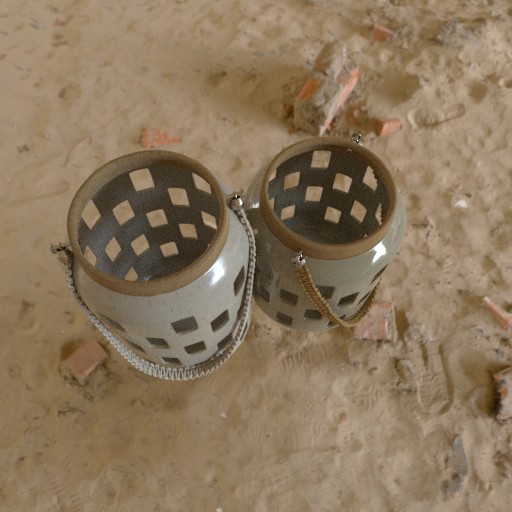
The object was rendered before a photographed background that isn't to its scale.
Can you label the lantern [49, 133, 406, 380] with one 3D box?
[{"bbox_3d":[0.000,0.000,0.481,0.347,0.255,0.184,-18,65,-8],"label":"lantern"}]
